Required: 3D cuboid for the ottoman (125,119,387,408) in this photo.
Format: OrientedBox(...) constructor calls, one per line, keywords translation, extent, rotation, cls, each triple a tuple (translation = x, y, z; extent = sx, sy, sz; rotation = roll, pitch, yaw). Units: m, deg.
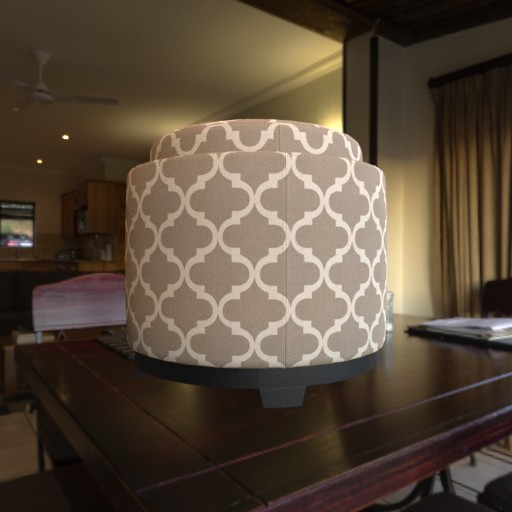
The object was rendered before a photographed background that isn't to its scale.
OrientedBox(translation=(0.000, 0.000, 0.846), extent=(0.480, 0.429, 0.480), rotation=(0, 0, 0), cls="ottoman")
